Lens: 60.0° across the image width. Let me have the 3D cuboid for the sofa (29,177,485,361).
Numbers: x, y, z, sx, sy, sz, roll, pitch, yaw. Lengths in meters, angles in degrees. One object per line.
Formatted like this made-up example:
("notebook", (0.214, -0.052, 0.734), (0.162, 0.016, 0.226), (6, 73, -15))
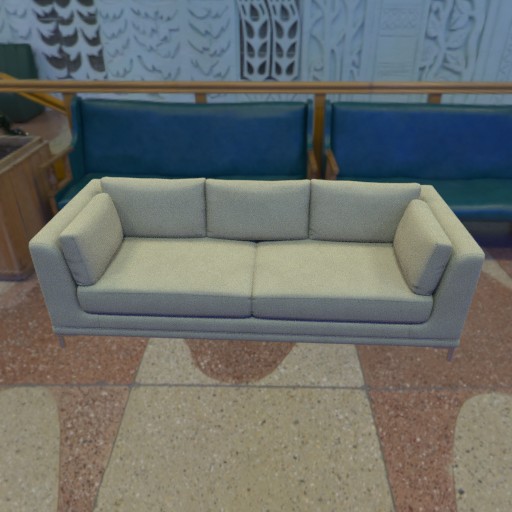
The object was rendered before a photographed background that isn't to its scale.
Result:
("sofa", (0.000, 0.000, 2.874), (2.415, 0.867, 0.969), (1, 31, 2))
